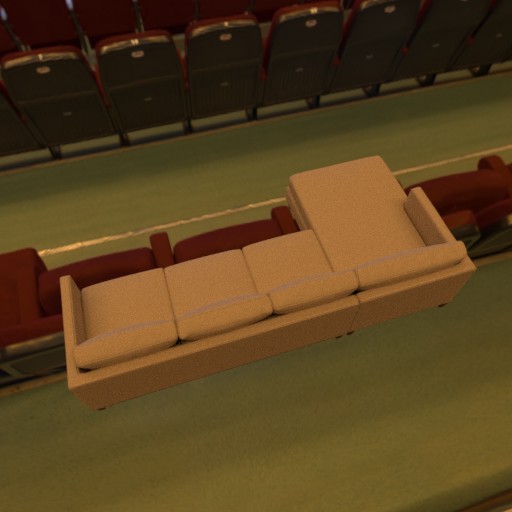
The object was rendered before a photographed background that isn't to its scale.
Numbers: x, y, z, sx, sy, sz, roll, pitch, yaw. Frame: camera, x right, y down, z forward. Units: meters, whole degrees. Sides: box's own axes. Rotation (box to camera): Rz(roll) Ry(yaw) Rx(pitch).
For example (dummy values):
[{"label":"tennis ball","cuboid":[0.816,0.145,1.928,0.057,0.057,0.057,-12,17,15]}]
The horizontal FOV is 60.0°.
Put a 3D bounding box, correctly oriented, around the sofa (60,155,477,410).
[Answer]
[{"label":"sofa","cuboid":[0.000,0.000,3.876,3.186,0.846,1.625,-15,58,-9]}]
